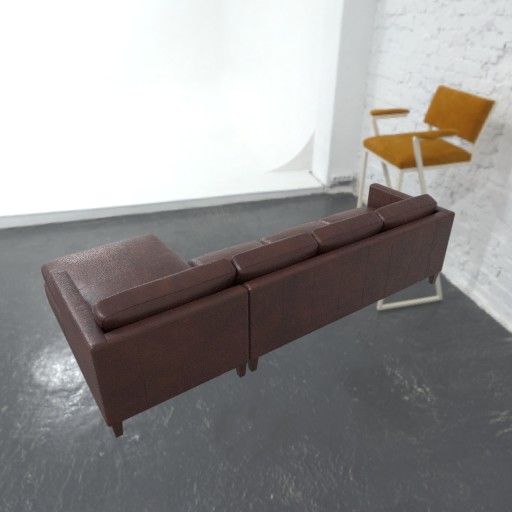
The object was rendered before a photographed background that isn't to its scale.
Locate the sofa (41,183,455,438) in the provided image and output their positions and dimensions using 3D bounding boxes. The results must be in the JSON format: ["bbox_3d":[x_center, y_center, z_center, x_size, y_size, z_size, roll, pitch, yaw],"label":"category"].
[{"bbox_3d":[0.000,0.000,3.833,3.203,0.883,1.581,-18,34,-29],"label":"sofa"}]
